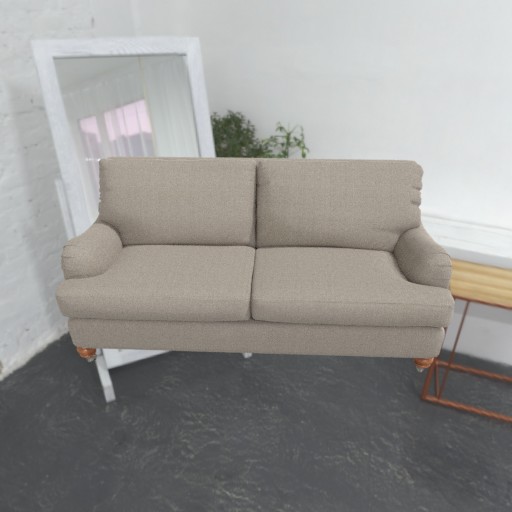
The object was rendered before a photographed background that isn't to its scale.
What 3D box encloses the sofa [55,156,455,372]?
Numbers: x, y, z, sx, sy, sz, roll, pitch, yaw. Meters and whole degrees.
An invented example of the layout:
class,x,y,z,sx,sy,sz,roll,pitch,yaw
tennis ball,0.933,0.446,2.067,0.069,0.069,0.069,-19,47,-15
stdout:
class,x,y,z,sx,sy,sz,roll,pitch,yaw
sofa,0.000,0.000,2.772,2.160,1.054,1.087,1,30,2
